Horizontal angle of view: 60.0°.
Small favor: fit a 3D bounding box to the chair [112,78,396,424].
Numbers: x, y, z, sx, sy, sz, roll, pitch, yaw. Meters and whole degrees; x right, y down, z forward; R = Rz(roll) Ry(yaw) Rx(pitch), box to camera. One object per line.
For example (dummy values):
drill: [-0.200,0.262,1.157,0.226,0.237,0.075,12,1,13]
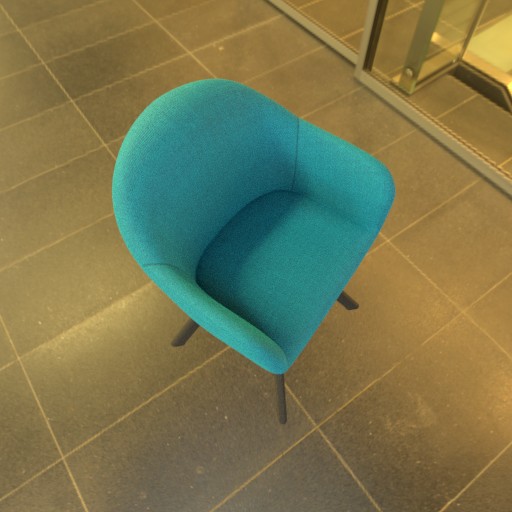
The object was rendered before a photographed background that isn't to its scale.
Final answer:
chair: [0.000,0.000,1.200,0.550,0.795,0.590,30,63,18]
